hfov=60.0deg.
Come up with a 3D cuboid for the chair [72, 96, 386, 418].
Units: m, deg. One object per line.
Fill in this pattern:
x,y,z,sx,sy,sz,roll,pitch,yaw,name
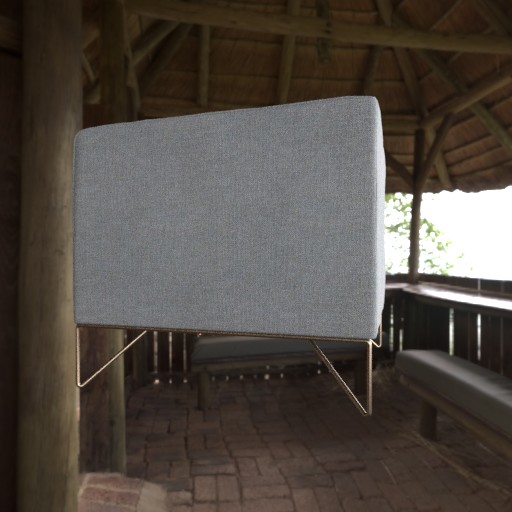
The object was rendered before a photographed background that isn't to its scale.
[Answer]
0.000,0.000,1.636,0.912,0.799,0.920,0,0,17,chair
